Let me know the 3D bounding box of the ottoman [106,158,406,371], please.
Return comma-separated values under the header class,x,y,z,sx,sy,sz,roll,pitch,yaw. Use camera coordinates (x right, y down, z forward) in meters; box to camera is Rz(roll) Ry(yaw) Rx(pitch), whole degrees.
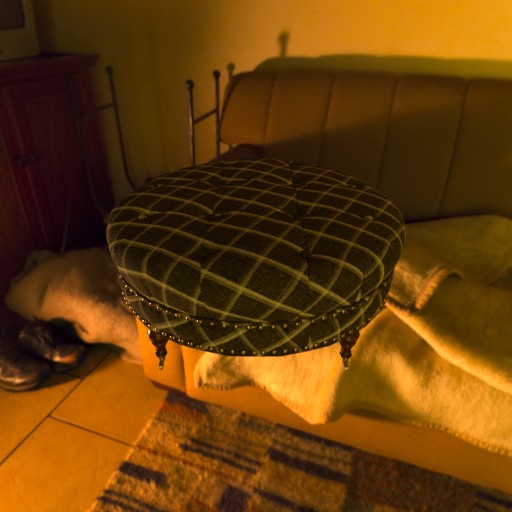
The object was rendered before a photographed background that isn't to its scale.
class,x,y,z,sx,sy,sz,roll,pitch,yaw
ottoman,0.000,0.000,1.428,0.901,0.439,0.901,0,29,0
